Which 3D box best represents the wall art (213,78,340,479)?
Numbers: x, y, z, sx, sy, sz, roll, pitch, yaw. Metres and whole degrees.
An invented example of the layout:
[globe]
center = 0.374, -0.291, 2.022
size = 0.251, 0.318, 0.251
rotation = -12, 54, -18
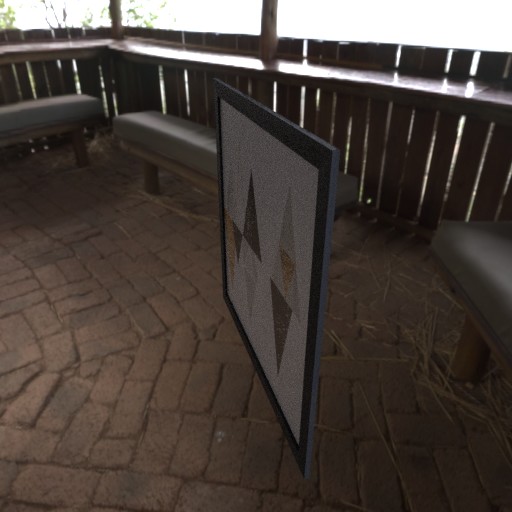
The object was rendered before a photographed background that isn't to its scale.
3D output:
[wall art]
center = 0.000, 0.000, 1.237
size = 0.013, 0.823, 0.823
rotation = -9, 31, -15
